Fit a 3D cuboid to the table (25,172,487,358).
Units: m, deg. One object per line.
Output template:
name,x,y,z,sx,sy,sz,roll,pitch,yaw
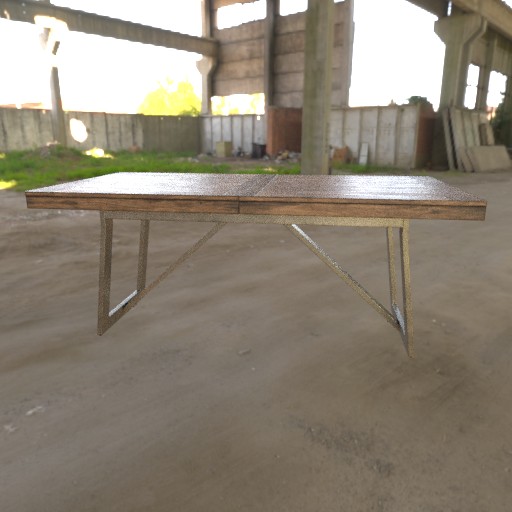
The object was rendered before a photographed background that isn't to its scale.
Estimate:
table,0.000,0.000,2.315,1.867,0.757,0.931,2,16,8
